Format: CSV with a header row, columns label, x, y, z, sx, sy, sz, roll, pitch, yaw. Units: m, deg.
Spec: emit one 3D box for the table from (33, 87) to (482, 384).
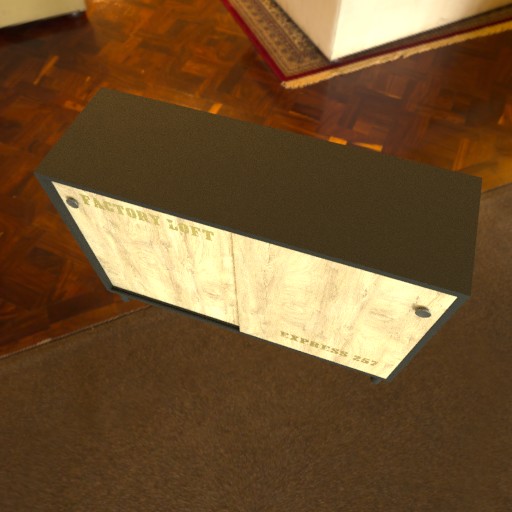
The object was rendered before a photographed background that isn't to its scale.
label,x,y,z,sx,sy,sz,roll,pitch,yaw
table,0.000,0.000,1.605,1.200,0.855,0.400,16,60,10
